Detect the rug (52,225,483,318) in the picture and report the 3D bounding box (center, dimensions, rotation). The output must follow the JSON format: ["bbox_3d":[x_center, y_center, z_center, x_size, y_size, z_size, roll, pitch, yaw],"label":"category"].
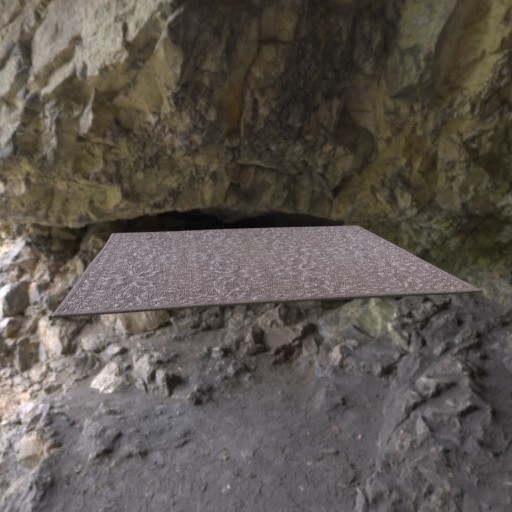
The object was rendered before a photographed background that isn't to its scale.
[{"bbox_3d":[0.000,0.000,4.213,3.017,0.035,2.472,-2,15,-9],"label":"rug"}]
